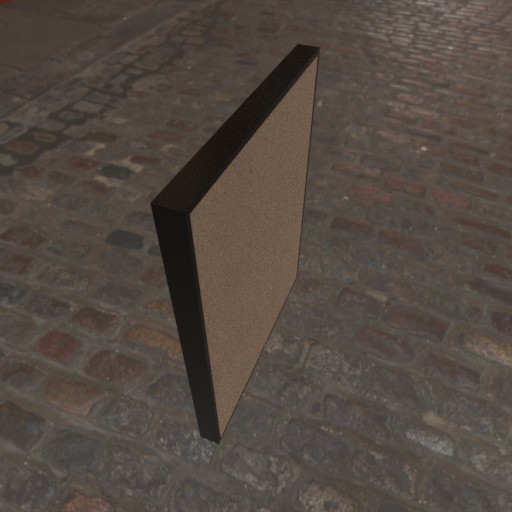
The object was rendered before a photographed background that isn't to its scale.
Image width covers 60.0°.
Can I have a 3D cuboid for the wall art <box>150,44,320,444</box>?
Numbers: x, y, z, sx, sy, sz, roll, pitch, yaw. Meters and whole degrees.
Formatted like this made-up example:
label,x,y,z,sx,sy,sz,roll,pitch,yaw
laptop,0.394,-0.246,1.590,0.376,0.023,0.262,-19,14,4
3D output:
label,x,y,z,sx,sy,sz,roll,pitch,yaw
wall art,0.000,0.000,0.768,0.038,0.551,0.448,16,48,16
